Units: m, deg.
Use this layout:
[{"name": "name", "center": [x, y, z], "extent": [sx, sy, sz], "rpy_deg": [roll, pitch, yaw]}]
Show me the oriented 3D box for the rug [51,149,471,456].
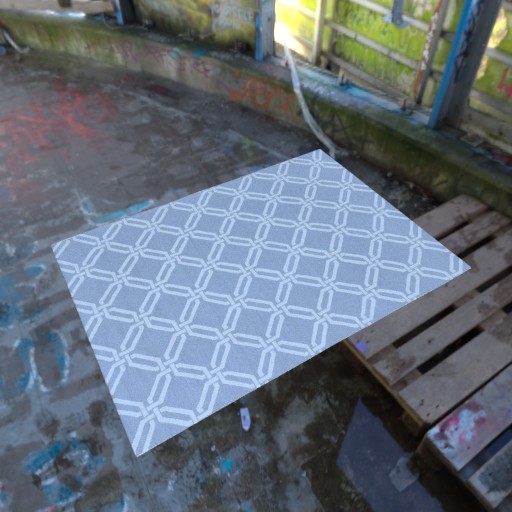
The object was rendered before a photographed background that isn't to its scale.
[{"name": "rug", "center": [0.000, 0.000, 2.743], "extent": [2.133, 0.013, 1.522], "rpy_deg": [-24, 50, -21]}]
